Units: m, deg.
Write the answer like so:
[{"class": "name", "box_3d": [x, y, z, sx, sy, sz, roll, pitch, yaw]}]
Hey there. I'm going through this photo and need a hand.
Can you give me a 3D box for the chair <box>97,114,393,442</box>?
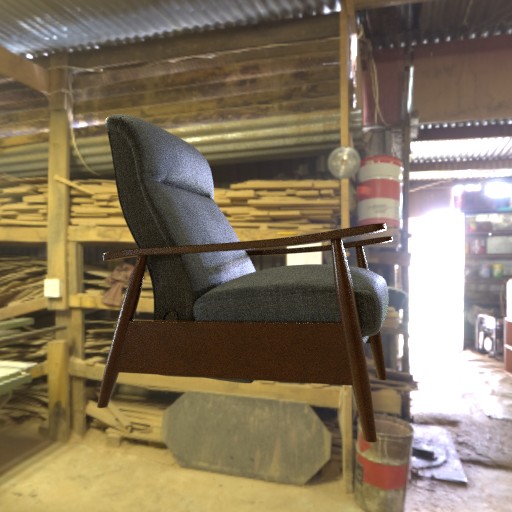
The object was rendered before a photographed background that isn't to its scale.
[{"class": "chair", "box_3d": [0.000, 0.000, 1.779, 1.030, 1.082, 0.762, 0, -1, 19]}]
